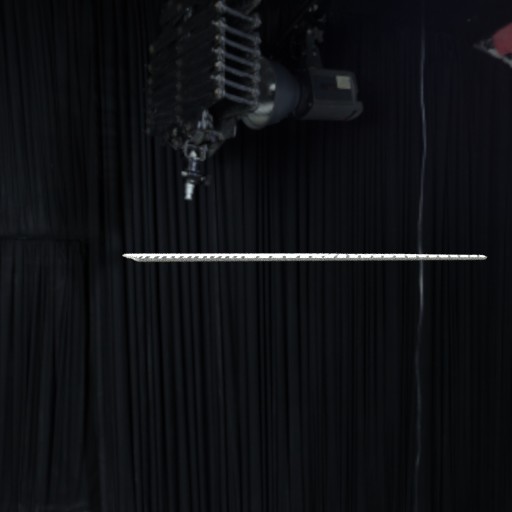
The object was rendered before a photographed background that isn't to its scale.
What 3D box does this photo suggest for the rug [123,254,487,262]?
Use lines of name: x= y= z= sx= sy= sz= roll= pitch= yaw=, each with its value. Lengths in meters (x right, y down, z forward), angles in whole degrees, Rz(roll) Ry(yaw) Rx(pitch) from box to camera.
rug: x=0.000 y=0.000 z=3.258 sx=1.829 sy=0.028 sz=2.449 roll=0 pitch=0 yaw=-18
